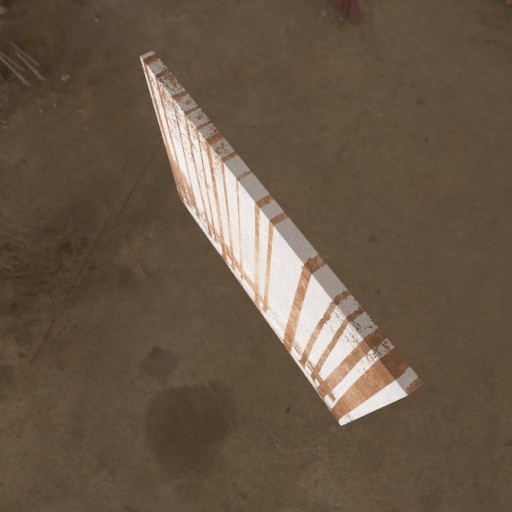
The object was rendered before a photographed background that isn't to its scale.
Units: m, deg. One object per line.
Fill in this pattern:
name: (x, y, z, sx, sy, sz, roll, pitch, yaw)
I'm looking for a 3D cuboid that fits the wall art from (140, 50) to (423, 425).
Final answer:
wall art: (0.000, 0.000, 1.147, 0.035, 0.609, 0.914, -31, 69, -14)
